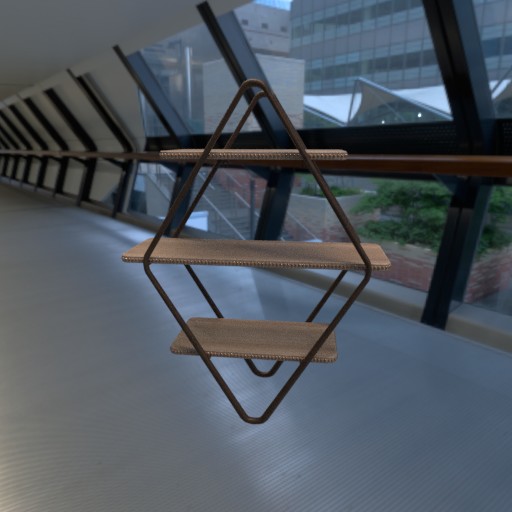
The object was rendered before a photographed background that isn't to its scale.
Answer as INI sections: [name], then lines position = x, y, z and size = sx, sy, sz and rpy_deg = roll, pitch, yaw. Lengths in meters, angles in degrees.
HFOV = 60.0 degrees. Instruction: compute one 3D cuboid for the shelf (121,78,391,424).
[shelf]
position = 0.000, 0.000, 1.069
size = 0.609, 0.774, 0.234
rpy_deg = 2, 15, 7
